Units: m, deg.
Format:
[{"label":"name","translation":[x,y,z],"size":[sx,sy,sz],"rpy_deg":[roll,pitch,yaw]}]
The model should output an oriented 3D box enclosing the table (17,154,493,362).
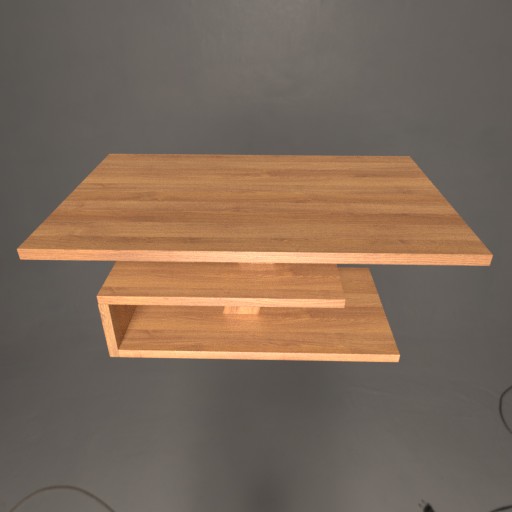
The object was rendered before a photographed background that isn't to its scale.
[{"label":"table","translation":[0.000,0.000,1.436],"size":[1.100,0.442,0.700],"rpy_deg":[1,31,1]}]
